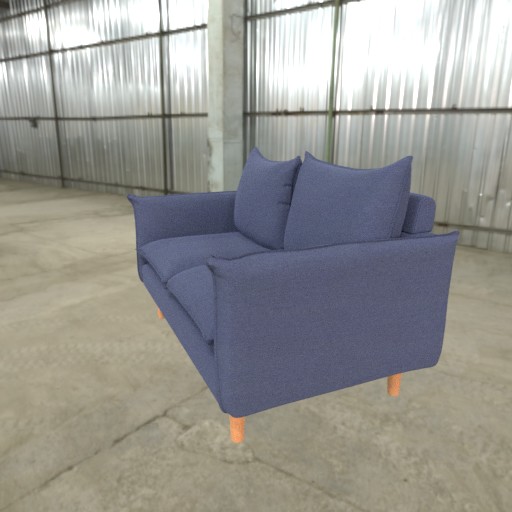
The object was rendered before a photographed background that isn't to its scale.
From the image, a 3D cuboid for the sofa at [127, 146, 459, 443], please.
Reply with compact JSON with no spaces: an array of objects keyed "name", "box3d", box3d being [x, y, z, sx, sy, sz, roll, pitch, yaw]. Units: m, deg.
[{"name":"sofa","box3d":[0.000,0.000,1.811,0.820,0.840,1.300,-7,17,-23]}]
